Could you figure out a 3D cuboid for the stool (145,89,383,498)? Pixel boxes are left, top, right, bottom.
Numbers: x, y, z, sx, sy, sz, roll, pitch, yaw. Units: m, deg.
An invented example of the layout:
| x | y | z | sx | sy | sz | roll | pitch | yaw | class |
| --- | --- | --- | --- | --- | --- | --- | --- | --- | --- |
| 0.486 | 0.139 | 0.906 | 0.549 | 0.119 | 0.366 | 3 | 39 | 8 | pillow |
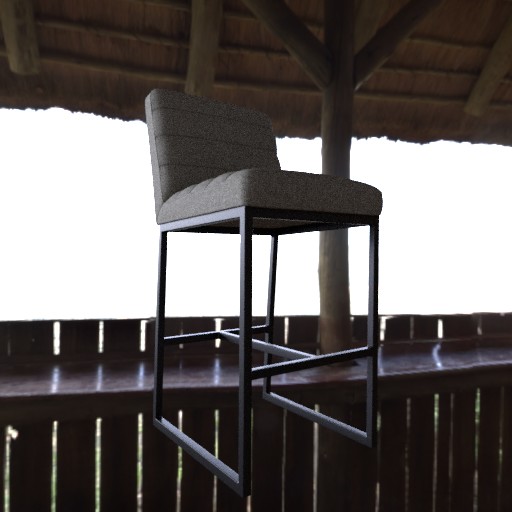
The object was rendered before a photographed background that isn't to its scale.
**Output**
| x | y | z | sx | sy | sz | roll | pitch | yaw | class |
| --- | --- | --- | --- | --- | --- | --- | --- | --- | --- |
| 0.000 | 0.000 | 1.283 | 0.459 | 1.034 | 0.571 | 0 | 1 | -35 | stool |
